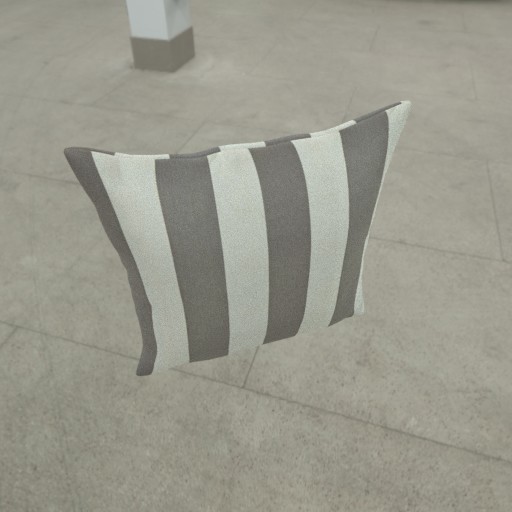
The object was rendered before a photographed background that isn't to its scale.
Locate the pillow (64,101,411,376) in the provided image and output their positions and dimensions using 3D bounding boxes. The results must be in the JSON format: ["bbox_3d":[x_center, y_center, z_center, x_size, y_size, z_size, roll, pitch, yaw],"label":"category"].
[{"bbox_3d":[0.000,0.000,0.798,0.522,0.507,0.192,-12,43,-14],"label":"pillow"}]
